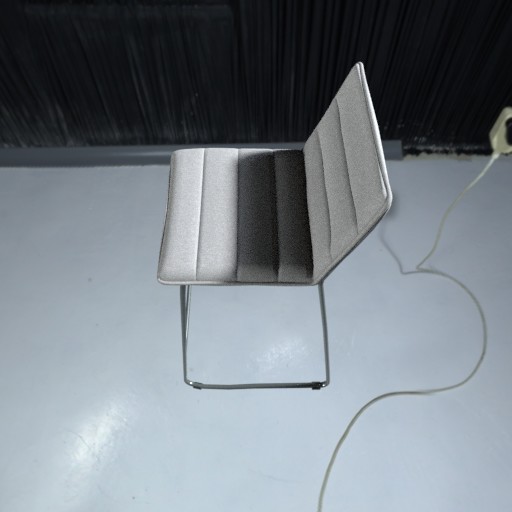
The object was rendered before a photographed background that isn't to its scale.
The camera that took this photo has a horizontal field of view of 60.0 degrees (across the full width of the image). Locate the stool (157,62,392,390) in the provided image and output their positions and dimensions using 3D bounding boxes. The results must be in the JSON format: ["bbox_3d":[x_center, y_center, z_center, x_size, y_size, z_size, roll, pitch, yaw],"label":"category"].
[{"bbox_3d":[0.000,0.000,1.237,0.490,0.960,0.490,-1,58,0],"label":"stool"}]
